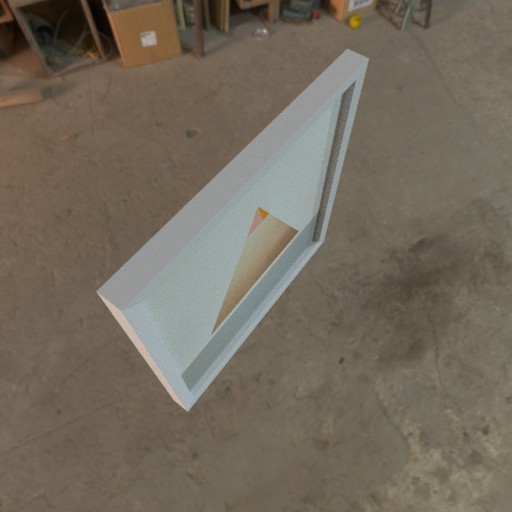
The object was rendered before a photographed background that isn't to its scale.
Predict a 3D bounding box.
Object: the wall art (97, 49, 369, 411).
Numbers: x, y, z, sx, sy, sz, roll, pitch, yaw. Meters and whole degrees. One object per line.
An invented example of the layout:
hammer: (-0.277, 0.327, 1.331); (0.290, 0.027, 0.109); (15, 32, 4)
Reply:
wall art: (0.000, 0.000, 1.983); (0.098, 1.291, 1.289); (33, 65, 18)
